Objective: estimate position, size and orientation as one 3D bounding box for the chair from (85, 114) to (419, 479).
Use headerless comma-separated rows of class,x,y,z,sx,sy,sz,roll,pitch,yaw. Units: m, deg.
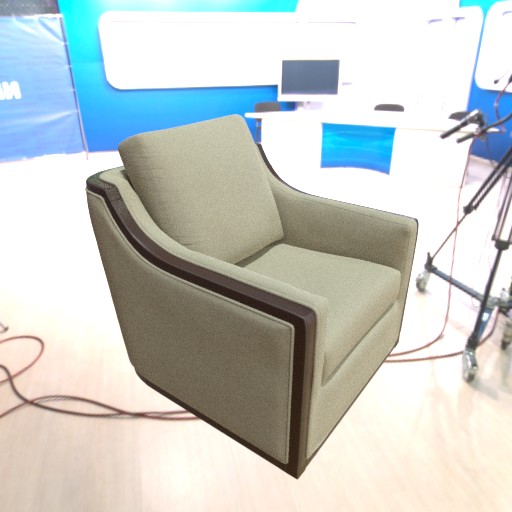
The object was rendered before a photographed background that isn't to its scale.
chair,0.000,0.000,1.678,0.950,0.930,0.870,18,32,32
